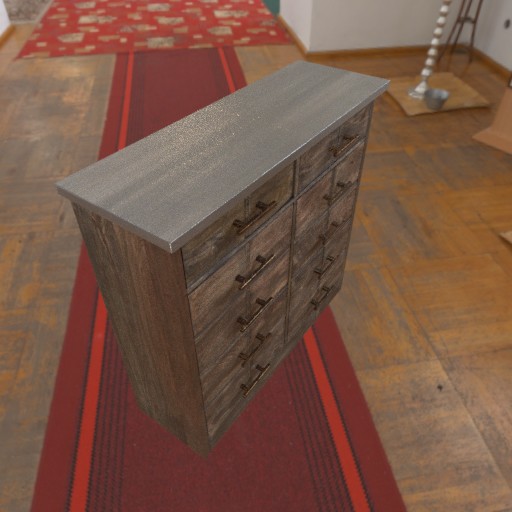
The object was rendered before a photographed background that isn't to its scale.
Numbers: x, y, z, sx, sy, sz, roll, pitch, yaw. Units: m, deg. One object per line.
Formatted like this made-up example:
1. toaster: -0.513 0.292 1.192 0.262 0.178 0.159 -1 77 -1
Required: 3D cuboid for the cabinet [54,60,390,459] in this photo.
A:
1. cabinet: 0.000 0.000 1.445 0.338 0.919 0.968 25 47 26
